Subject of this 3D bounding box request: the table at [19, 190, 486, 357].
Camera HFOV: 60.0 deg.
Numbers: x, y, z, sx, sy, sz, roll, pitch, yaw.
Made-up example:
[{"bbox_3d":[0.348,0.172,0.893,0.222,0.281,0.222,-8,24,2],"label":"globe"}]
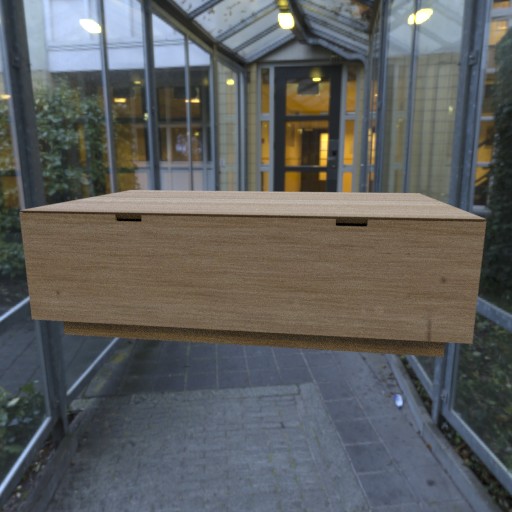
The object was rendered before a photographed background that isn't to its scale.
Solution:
[{"bbox_3d":[0.000,0.000,1.406,1.110,0.353,0.678,2,13,8],"label":"table"}]
